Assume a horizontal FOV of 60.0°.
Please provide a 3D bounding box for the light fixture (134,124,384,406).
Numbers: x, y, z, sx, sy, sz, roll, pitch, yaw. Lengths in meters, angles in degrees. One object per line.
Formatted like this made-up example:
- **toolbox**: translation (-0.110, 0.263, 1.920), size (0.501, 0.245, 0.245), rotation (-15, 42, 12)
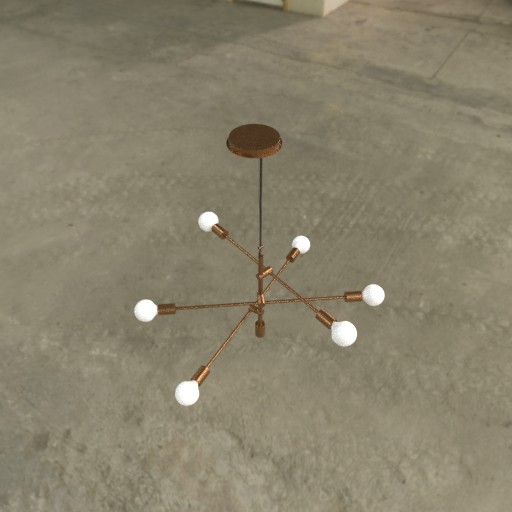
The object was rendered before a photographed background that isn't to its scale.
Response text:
- **light fixture**: translation (0.000, 0.000, 1.222), size (0.682, 0.744, 0.637), rotation (-22, 49, -21)
